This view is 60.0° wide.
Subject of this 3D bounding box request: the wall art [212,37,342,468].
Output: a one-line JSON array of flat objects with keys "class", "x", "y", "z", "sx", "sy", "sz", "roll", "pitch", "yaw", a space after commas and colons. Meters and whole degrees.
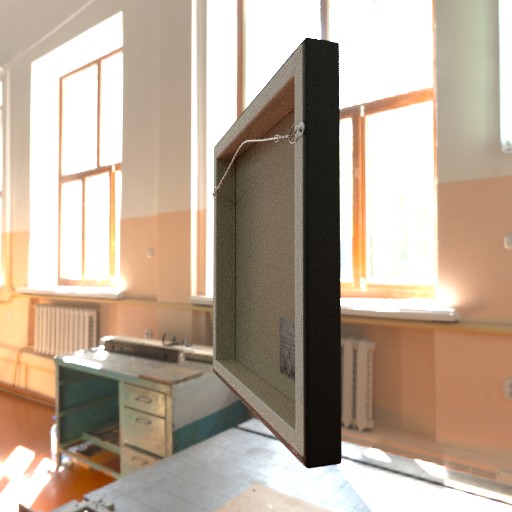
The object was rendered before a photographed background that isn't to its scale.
[{"class": "wall art", "x": 0.000, "y": 0.000, "z": 0.611, "sx": 0.041, "sy": 0.407, "sz": 0.406, "roll": 1, "pitch": -2, "yaw": -18}]
